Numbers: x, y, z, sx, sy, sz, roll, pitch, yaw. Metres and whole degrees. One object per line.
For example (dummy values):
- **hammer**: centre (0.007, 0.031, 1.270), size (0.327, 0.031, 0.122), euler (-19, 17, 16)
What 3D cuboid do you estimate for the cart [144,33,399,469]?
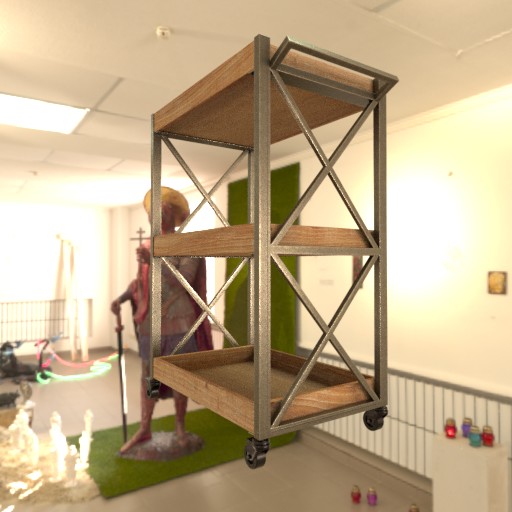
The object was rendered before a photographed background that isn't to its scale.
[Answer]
- **cart**: centre (0.000, 0.000, 1.170), size (0.377, 0.835, 0.673), euler (1, -1, -35)
